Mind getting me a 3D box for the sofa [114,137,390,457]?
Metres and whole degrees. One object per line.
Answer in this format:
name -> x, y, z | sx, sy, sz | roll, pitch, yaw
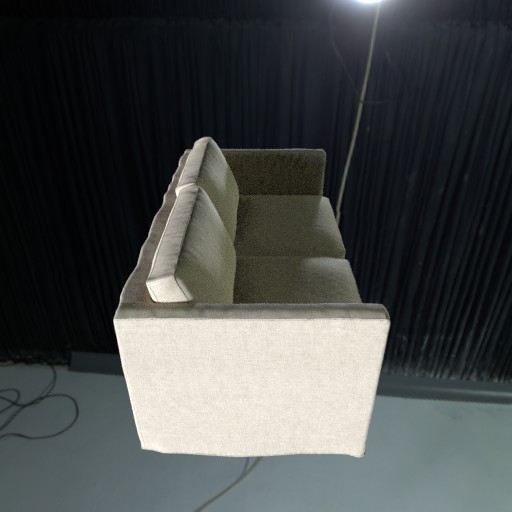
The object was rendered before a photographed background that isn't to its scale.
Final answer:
sofa -> 0.000, 0.000, 2.327 | 0.956, 0.828, 1.766 | 0, 32, 0
